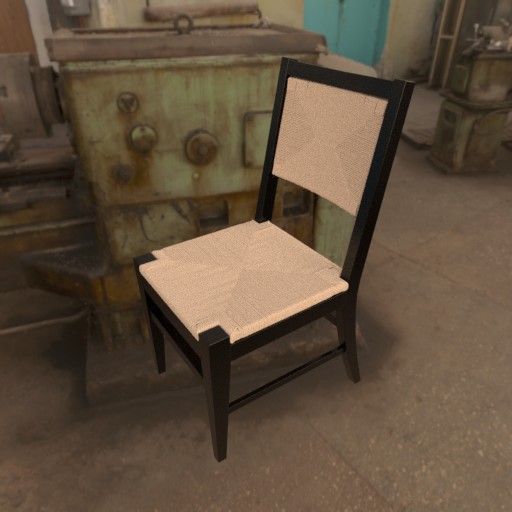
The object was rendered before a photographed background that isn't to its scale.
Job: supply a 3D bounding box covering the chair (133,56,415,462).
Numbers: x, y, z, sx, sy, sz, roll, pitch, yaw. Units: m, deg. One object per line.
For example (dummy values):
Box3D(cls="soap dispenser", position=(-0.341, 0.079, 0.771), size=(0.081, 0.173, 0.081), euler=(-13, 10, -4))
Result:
Box3D(cls="chair", position=(0.000, 0.000, 1.221), size=(0.552, 0.927, 0.437), euler=(-20, 37, -29))
